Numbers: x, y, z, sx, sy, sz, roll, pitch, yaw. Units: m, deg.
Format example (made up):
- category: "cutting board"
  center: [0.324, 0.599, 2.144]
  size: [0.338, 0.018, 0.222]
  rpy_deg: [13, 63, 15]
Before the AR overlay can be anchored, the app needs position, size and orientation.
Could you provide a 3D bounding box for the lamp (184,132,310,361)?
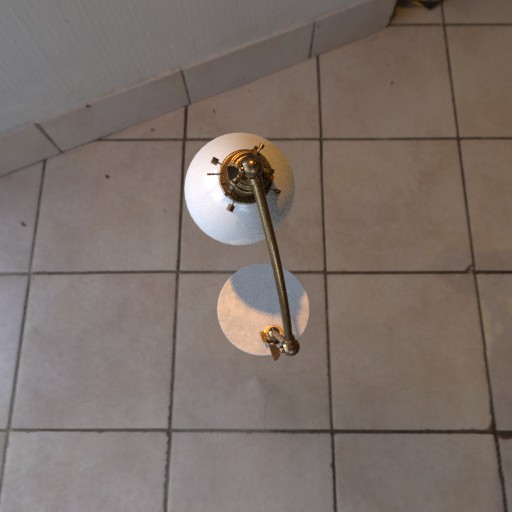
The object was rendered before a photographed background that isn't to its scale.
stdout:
- category: "lamp"
  center: [0.000, 0.000, 0.675]
  size: [0.186, 0.522, 0.317]
  rpy_deg: [-18, 76, -5]
